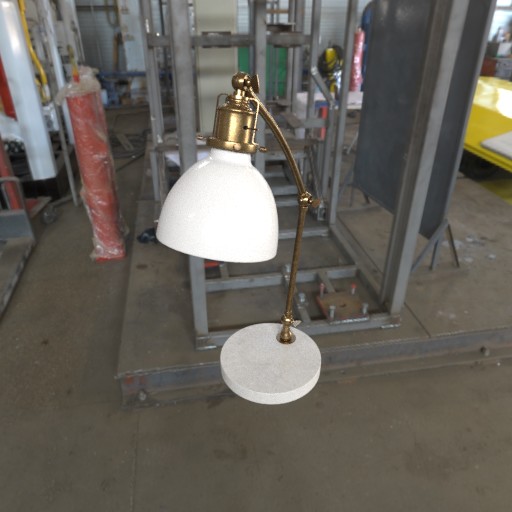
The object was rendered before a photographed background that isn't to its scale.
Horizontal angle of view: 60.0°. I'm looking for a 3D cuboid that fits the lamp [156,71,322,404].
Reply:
[{"bbox_3d":[0.000,0.000,0.667,0.186,0.522,0.317,19,36,29],"label":"lamp"}]
